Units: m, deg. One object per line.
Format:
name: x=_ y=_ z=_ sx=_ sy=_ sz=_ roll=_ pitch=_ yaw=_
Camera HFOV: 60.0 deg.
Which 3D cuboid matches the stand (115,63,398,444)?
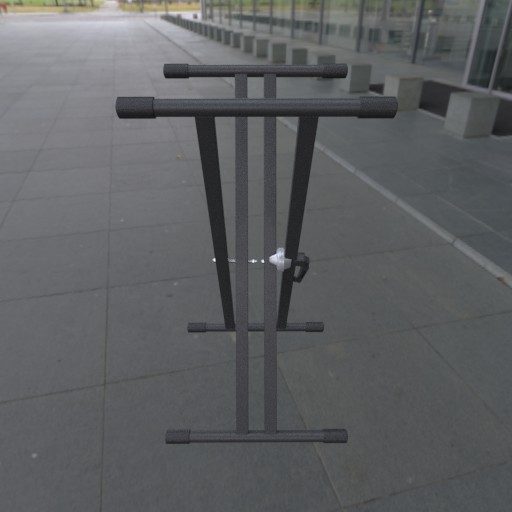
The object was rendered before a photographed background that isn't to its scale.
stand: x=0.000 y=0.000 z=1.189 sx=0.495 sy=0.900 sz=0.503 roll=0 pitch=30 yaw=0
